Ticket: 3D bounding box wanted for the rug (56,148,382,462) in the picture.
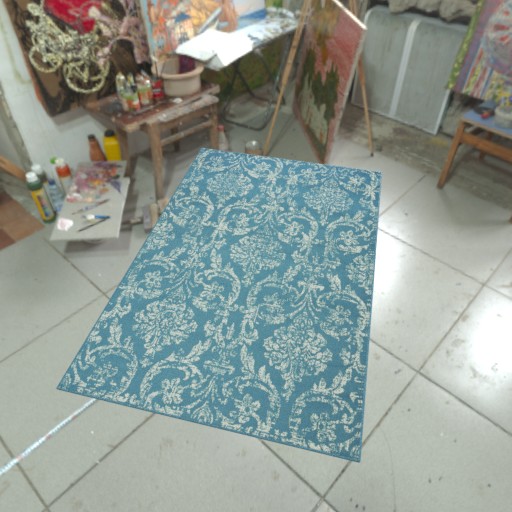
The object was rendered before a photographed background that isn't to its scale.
[{"bbox_3d":[0.000,0.000,3.456,1.816,0.018,2.746,10,46,9],"label":"rug"}]
